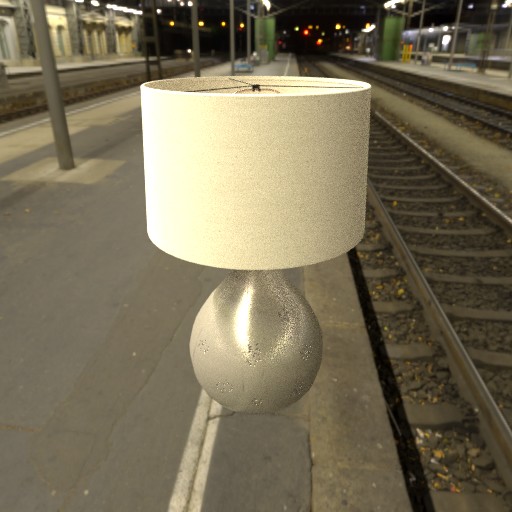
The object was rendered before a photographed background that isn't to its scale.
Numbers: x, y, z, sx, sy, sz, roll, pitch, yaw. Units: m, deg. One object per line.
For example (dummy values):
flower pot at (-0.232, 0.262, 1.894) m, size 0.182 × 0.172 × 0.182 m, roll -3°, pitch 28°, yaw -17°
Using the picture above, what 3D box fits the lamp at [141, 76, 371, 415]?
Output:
lamp at (0.000, 0.000, 0.716) m, size 0.330 × 0.521 × 0.330 m, roll 0°, pitch 25°, yaw 0°
